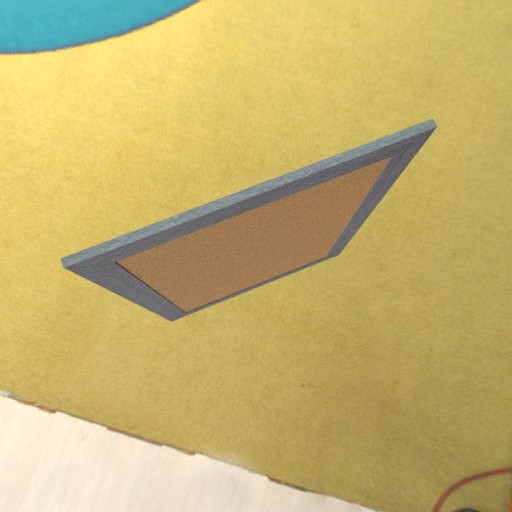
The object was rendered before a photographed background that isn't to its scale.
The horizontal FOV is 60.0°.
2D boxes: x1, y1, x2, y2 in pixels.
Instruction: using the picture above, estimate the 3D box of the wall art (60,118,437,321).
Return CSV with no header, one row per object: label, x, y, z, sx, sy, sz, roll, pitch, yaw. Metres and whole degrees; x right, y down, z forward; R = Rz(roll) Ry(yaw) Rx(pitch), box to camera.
wall art,0.000,0.000,1.368,0.768,1.070,0.020,-21,77,-5
